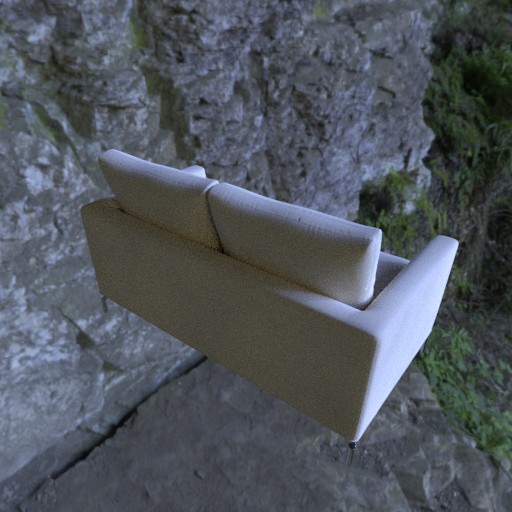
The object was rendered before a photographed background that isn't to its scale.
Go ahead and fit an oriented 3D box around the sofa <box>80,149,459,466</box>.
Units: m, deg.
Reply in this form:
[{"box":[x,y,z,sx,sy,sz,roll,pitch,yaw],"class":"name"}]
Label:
[{"box":[0.000,0.000,2.332,1.739,0.995,0.906,22,37,32],"class":"sofa"}]
